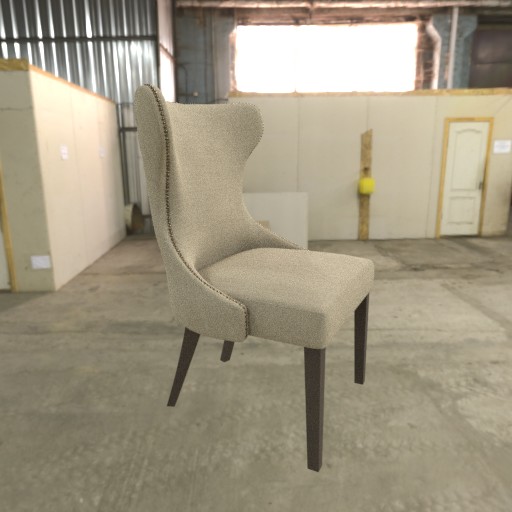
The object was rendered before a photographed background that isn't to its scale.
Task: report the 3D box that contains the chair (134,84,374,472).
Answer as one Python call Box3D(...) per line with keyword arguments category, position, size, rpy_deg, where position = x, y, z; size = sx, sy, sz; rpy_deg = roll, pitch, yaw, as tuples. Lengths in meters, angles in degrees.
Box3D(category="chair", position=(0.000, 0.000, 1.377), size=(0.635, 0.967, 0.628), rpy_deg=(7, 15, 26))
